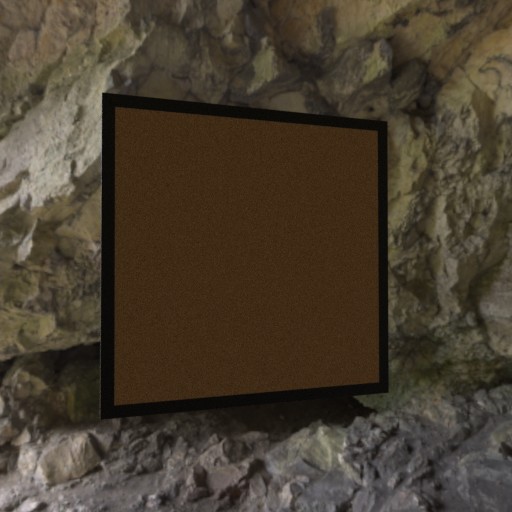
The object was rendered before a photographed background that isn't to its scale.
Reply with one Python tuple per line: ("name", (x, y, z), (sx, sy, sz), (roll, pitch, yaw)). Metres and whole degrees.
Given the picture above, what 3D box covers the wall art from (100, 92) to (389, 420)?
("wall art", (0.000, 0.000, 1.159), (0.765, 0.765, 0.038), (0, -1, -16))
